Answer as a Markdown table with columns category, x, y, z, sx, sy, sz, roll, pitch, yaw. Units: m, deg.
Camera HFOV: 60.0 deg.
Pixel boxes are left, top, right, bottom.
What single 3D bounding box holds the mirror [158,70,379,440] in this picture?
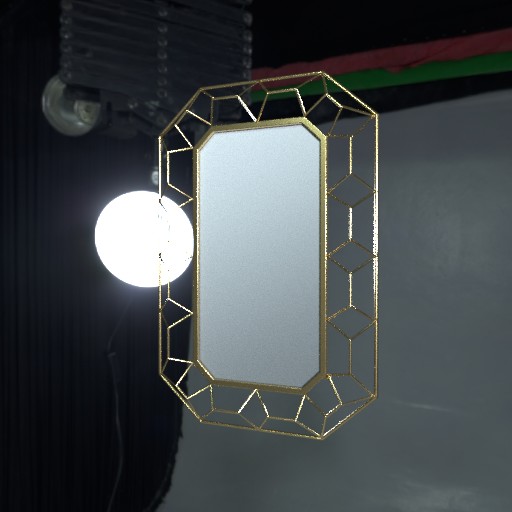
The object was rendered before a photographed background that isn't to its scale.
| category | x | y | z | sx | sy | sz | roll | pitch | yaw |
| --- | --- | --- | --- | --- | --- | --- | --- | --- | --- |
| mirror | 0.000 | 0.000 | 1.077 | 0.572 | 0.870 | 0.051 | 0 | 1 | 20 |
